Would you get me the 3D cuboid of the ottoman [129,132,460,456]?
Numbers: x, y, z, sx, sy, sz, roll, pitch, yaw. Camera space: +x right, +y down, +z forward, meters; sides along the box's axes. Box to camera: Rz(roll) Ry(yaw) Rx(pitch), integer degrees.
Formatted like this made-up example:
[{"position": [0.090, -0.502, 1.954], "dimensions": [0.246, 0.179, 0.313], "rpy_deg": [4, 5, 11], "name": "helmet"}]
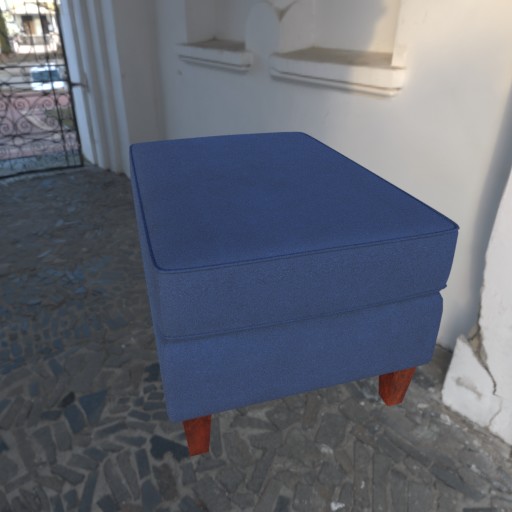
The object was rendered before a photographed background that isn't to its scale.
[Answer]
[{"position": [0.000, 0.000, 1.389], "dimensions": [0.686, 0.584, 0.965], "rpy_deg": [-8, 30, -15], "name": "ottoman"}]
